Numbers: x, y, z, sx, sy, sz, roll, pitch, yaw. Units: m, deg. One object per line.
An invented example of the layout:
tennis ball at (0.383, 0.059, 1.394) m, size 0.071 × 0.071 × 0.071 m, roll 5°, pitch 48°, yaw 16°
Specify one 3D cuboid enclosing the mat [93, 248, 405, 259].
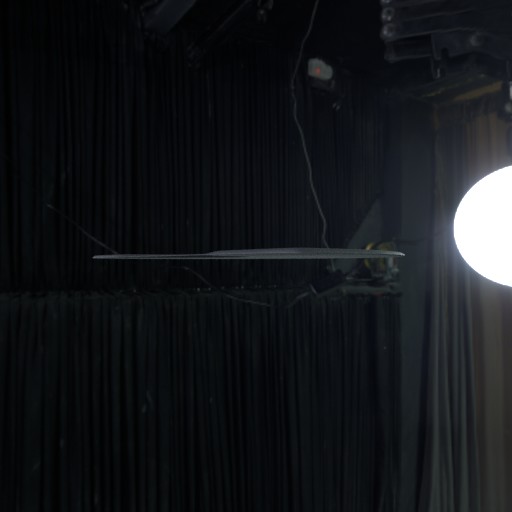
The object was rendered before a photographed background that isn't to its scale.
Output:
mat at (0.000, 0.000, 1.863) m, size 0.917 × 0.016 × 1.525 m, roll 1°, pitch -1°, yaw -37°
